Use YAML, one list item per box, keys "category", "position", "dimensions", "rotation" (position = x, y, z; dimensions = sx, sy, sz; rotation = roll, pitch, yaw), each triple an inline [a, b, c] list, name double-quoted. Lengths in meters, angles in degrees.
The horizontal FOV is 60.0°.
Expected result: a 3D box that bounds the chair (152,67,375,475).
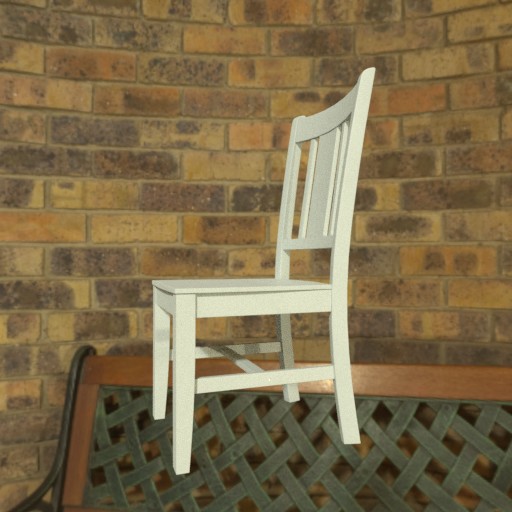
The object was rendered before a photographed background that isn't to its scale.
- category: "chair"
  position: [0.000, 0.000, 1.292]
  dimensions: [0.555, 0.998, 0.450]
  rotation: [0, 0, -20]
